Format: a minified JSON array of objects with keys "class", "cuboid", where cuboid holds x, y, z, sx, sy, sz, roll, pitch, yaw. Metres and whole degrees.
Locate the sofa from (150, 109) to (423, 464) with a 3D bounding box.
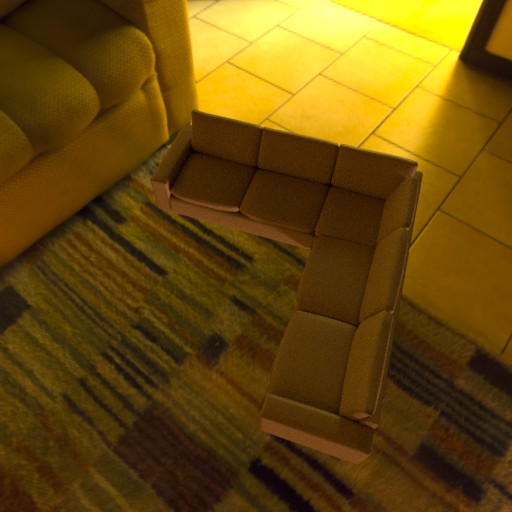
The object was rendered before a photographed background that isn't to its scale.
[{"class":"sofa","cuboid":[0.000,0.000,4.107,2.622,0.800,2.742,16,59,10]}]
